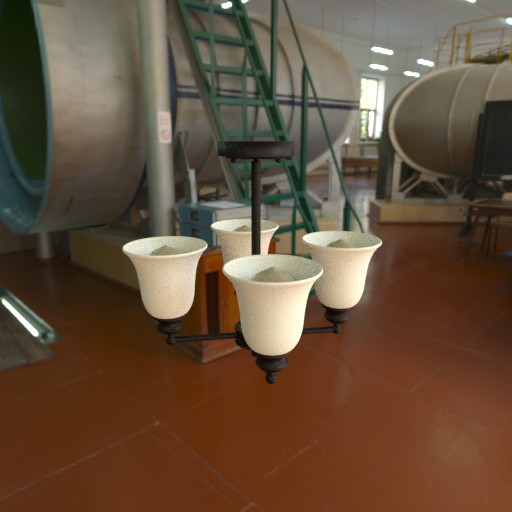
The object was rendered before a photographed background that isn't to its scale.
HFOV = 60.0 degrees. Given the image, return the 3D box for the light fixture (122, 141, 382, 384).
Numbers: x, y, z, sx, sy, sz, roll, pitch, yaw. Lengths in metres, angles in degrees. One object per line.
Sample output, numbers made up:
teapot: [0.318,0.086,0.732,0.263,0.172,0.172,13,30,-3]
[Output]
light fixture: [0.000,0.000,1.847,1.069,0.925,1.069,-2,15,-8]
